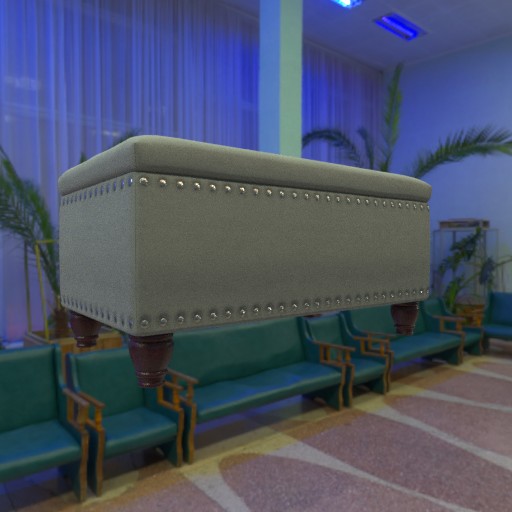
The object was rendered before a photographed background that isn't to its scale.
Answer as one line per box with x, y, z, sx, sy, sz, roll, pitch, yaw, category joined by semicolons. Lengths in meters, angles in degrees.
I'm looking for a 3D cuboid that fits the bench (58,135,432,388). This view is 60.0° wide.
0.000;0.000;1.190;0.887;0.449;0.500;-1;1;-37;bench
